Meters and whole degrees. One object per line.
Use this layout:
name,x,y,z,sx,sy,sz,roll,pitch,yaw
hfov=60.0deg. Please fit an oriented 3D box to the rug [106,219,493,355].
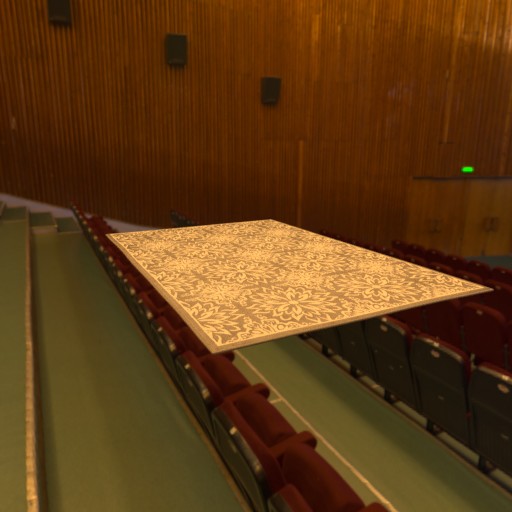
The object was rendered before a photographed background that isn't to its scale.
rug,0.000,0.000,2.321,1.224,0.012,1.847,-7,16,-26
